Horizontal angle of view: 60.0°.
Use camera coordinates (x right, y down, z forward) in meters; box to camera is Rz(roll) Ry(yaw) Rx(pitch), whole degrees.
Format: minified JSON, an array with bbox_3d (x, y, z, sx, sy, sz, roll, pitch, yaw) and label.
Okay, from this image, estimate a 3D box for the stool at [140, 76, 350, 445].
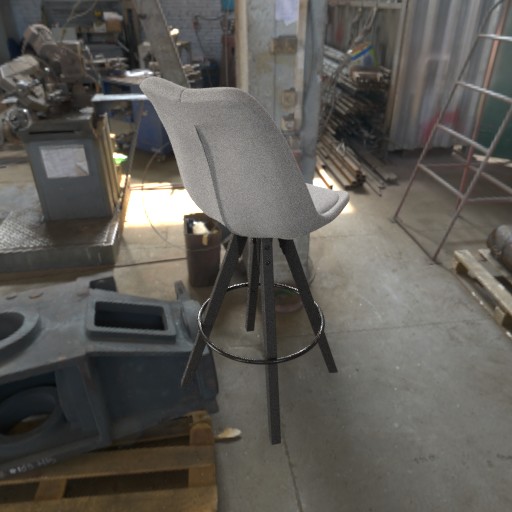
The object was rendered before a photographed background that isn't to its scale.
[{"bbox_3d":[0.000,0.000,1.423,0.485,1.115,0.550,21,36,31],"label":"stool"}]
